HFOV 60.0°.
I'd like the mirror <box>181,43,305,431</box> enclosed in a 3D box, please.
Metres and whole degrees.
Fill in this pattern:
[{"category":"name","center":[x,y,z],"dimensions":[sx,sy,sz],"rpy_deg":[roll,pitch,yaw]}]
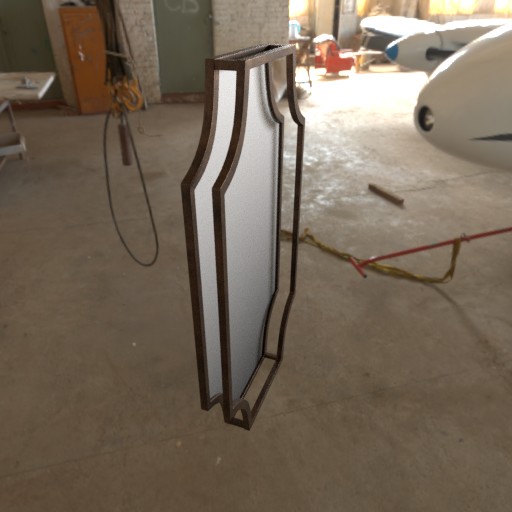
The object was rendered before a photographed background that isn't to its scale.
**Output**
[{"category":"mirror","center":[0.000,0.000,0.960],"dimensions":[0.066,0.811,0.462],"rpy_deg":[11,32,18]}]
